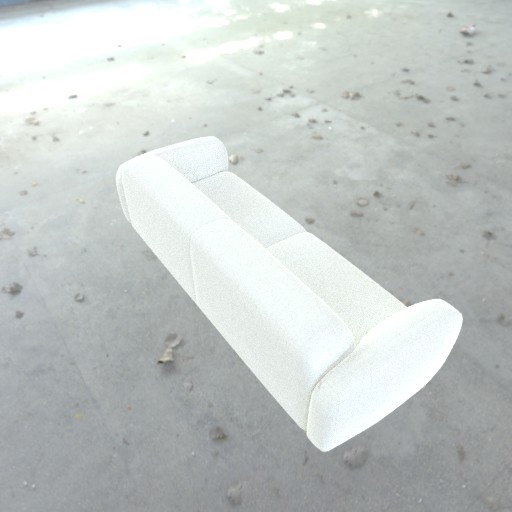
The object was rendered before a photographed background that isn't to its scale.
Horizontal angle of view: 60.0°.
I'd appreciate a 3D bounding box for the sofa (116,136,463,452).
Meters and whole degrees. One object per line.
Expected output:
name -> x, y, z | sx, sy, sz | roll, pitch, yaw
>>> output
sofa -> 0.000, 0.000, 2.677 | 0.870, 0.780, 2.280 | -25, 47, -26
